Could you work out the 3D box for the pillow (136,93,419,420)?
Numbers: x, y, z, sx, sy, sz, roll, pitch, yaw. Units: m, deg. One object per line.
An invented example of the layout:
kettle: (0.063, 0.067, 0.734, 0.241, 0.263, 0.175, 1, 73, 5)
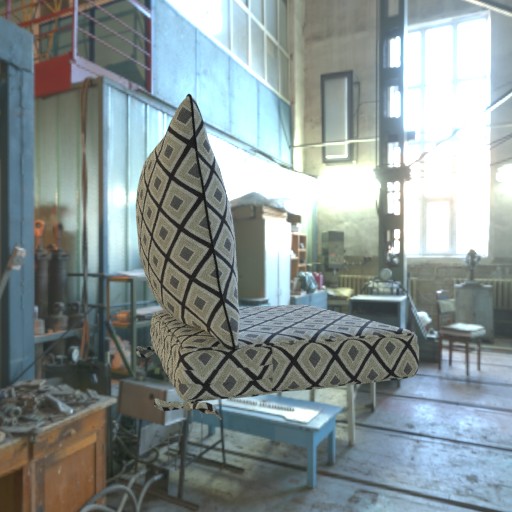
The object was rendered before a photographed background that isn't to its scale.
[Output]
pillow: (0.000, 0.000, 1.406, 0.733, 0.722, 0.798, 0, 0, -19)
